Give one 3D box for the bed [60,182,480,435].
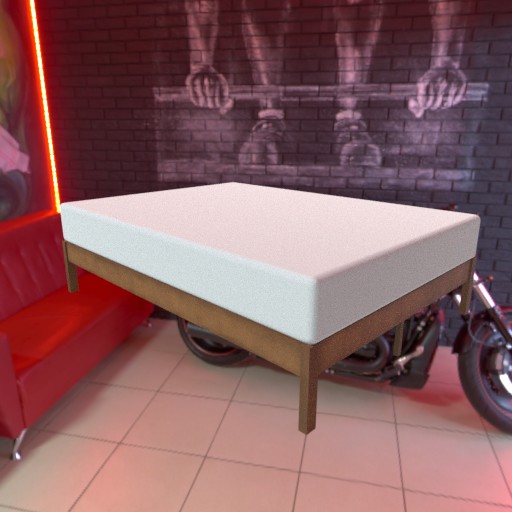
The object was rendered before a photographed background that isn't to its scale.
[{"bbox_3d":[0.000,0.000,2.719,2.050,0.593,1.529,16,23,43],"label":"bed"}]
